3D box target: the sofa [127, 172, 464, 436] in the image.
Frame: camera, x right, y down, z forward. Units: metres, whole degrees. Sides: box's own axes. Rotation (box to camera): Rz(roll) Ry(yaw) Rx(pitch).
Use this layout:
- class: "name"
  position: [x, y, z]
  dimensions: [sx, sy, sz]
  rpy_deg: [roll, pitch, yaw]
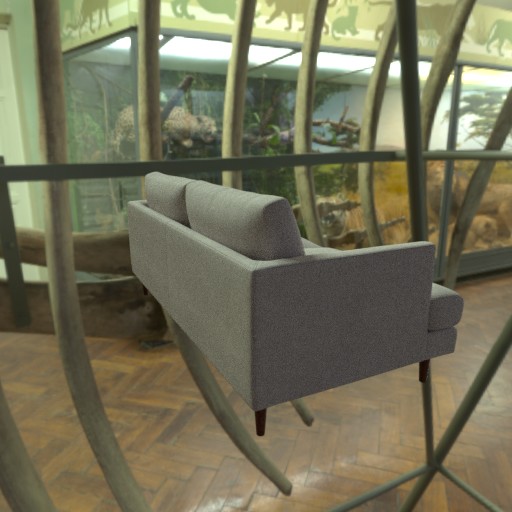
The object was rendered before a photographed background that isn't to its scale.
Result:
- class: "sofa"
  position: [0.000, 0.000, 2.492]
  dimensions: [1.020, 0.868, 1.948]
  rpy_deg: [-7, 16, -26]
